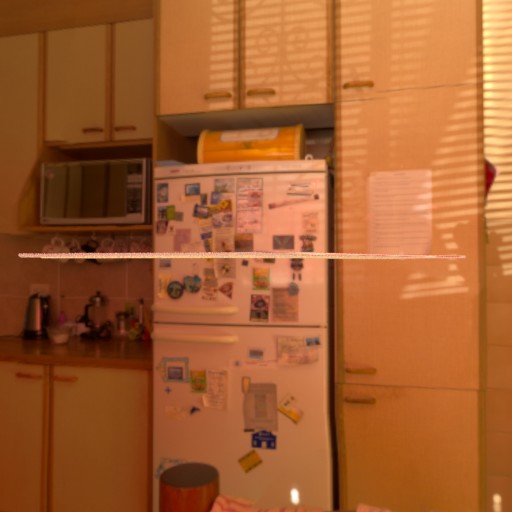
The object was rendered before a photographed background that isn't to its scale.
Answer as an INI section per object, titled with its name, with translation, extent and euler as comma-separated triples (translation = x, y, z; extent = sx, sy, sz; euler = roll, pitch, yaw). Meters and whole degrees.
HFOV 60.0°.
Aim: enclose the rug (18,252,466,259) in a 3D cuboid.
[rug]
translation = 0.000, 0.000, 2.518
extent = 2.320, 0.032, 0.692
euler = 0, -1, -18
